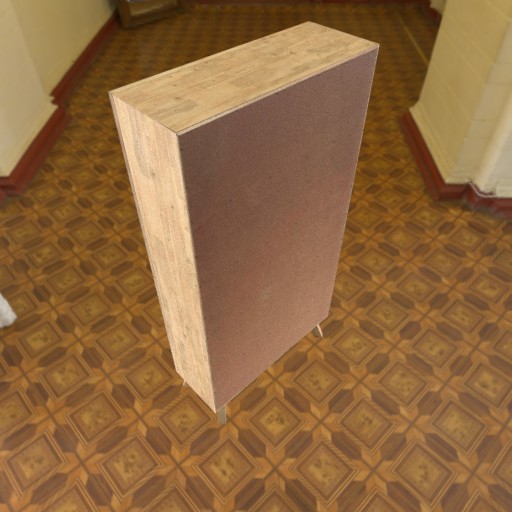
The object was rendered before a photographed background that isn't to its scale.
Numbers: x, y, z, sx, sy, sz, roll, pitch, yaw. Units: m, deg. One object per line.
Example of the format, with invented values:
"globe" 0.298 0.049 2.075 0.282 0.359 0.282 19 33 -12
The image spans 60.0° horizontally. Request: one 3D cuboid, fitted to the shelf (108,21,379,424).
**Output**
"shelf" 0.000 0.000 1.727 0.748 1.471 0.308 -34 54 -29
